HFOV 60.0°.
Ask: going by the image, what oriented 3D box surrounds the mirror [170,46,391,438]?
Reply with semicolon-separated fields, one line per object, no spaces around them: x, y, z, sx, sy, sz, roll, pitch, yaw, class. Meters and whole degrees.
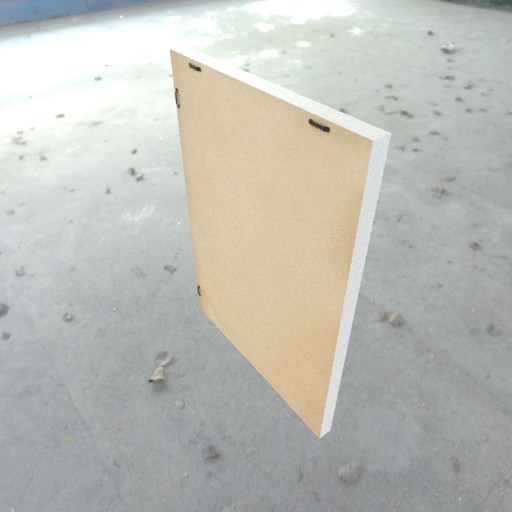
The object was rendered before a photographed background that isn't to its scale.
0.000;0.000;0.925;0.039;0.710;0.507;-26;46;-28;mirror
